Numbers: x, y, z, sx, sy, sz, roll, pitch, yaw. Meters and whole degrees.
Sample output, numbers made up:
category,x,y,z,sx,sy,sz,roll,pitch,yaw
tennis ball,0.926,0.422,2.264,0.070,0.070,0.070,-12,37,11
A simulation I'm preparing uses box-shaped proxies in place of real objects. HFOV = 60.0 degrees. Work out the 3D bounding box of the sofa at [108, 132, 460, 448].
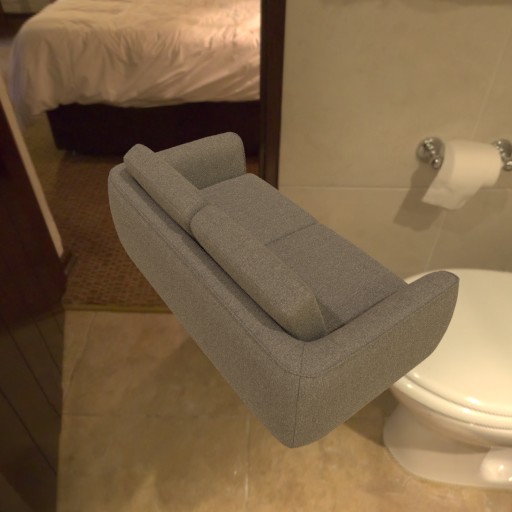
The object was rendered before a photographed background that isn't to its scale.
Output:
category,x,y,z,sx,sy,sz,roll,pitch,yaw
sofa,0.000,0.000,2.204,0.920,0.870,1.700,-26,47,-26
